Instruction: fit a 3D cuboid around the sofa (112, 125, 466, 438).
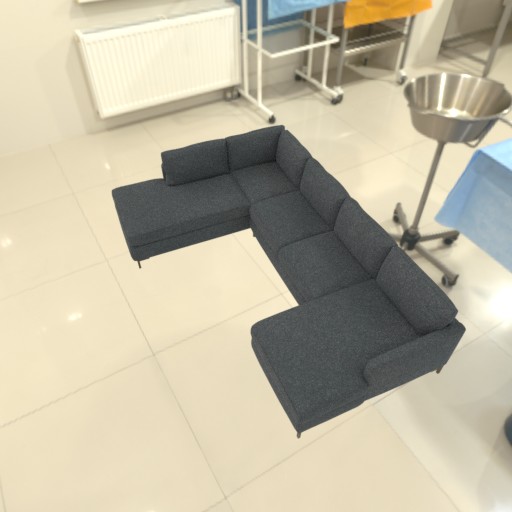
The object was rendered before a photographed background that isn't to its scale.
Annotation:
[{"bbox_3d":[0.000,0.000,3.913,2.007,0.813,2.956,-18,48,-16],"label":"sofa"}]
